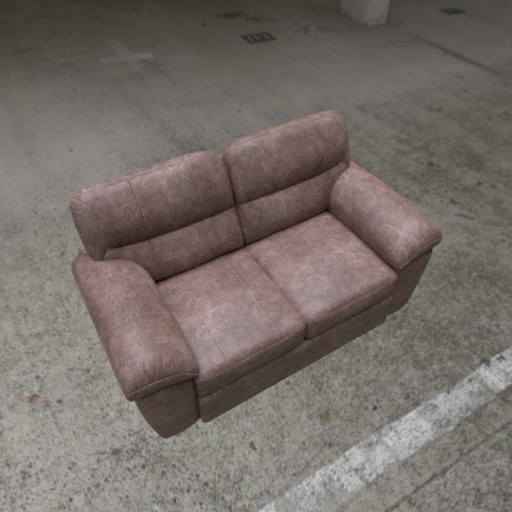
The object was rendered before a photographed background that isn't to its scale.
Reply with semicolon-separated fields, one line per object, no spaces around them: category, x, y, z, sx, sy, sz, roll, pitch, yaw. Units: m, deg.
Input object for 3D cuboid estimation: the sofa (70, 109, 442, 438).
sofa;0.000;0.000;2.373;1.753;0.991;0.991;-23;50;-21
